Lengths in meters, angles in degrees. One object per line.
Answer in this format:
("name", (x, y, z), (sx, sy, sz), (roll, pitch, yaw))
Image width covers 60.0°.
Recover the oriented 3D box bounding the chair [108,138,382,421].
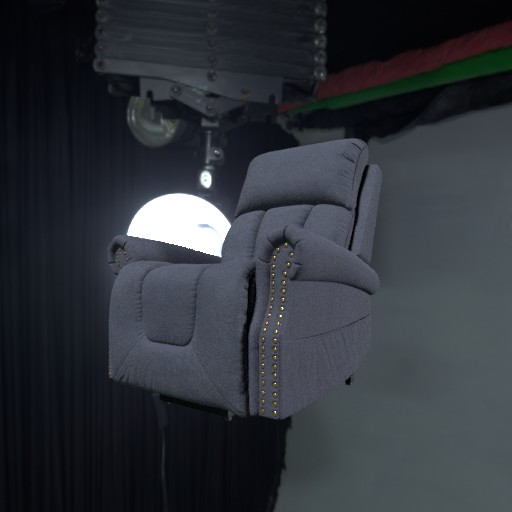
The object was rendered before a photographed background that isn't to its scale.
("chair", (0.000, 0.000, 1.748), (0.871, 1.031, 0.979), (-1, -1, 36))
